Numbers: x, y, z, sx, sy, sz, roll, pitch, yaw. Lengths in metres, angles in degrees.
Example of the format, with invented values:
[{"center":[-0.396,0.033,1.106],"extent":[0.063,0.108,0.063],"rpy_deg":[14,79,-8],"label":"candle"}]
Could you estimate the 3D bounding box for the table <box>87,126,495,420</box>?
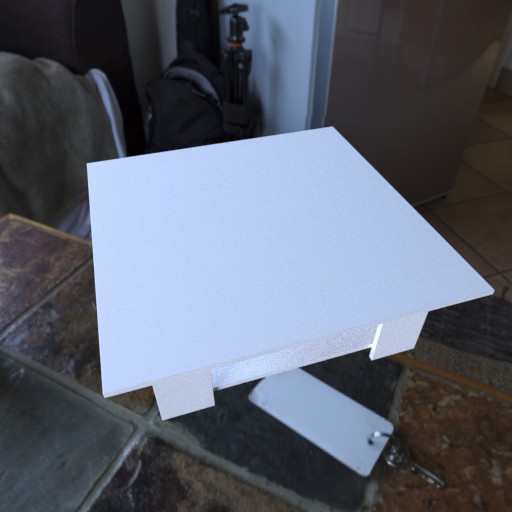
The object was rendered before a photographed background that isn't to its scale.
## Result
[{"center":[0.000,0.000,1.353],"extent":[0.890,0.305,0.890],"rpy_deg":[-12,43,-13],"label":"table"}]
